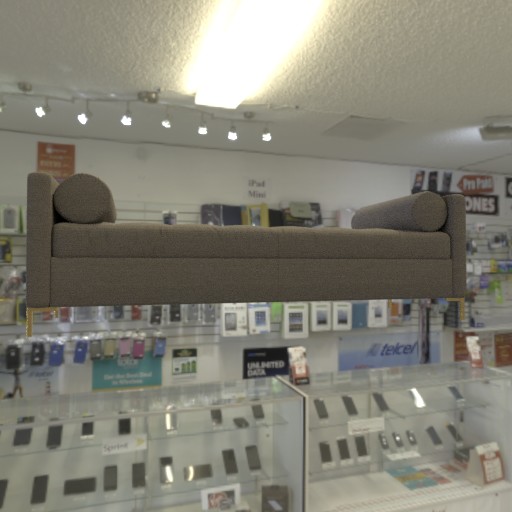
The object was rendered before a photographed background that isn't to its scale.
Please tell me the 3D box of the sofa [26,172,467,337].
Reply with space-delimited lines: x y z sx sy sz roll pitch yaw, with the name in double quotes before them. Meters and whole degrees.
"sofa" 0.000 0.000 2.249 1.981 0.635 0.686 0 -1 -16
